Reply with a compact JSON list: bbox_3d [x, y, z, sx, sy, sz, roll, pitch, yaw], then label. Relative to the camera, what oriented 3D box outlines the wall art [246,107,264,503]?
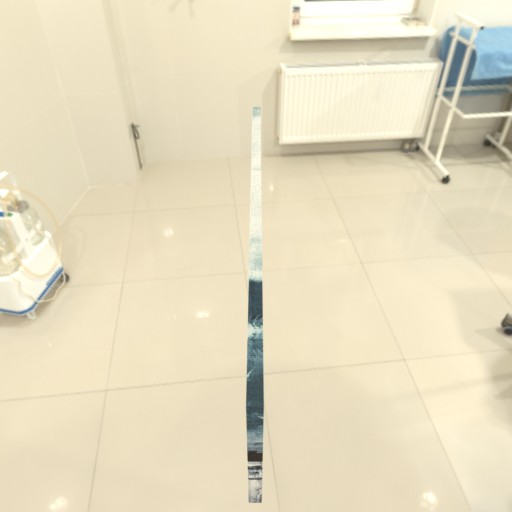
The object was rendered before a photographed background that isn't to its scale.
[{"bbox_3d":[0.000,0.000,1.649,0.037,0.509,1.524,0,41,0],"label":"wall art"}]
